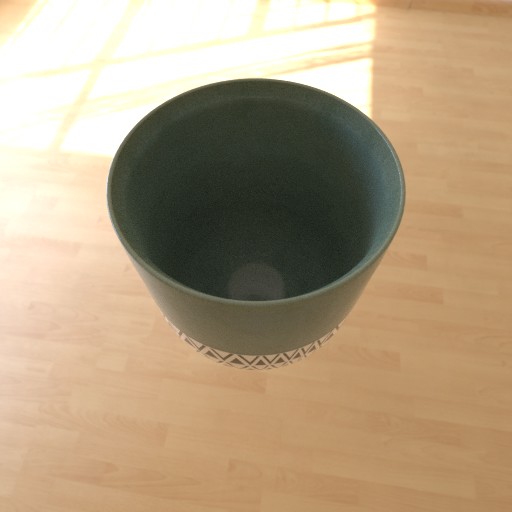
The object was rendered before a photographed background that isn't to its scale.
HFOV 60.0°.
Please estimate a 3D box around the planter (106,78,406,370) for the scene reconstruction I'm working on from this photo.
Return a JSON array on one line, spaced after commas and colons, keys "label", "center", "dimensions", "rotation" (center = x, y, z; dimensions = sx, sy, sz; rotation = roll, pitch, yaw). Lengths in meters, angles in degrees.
[{"label": "planter", "center": [0.000, 0.000, 0.387], "dimensions": [0.198, 0.214, 0.198], "rotation": [0, 58, 0]}]
